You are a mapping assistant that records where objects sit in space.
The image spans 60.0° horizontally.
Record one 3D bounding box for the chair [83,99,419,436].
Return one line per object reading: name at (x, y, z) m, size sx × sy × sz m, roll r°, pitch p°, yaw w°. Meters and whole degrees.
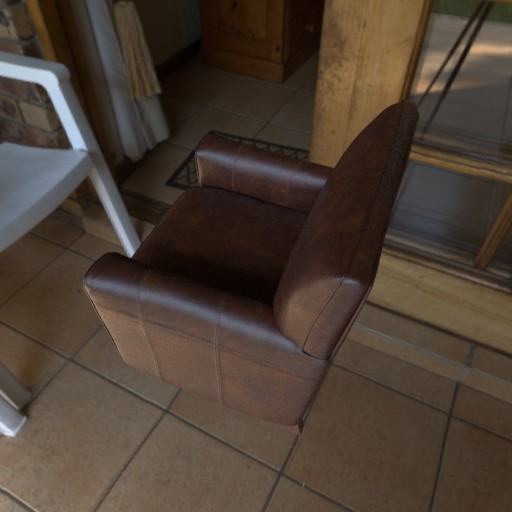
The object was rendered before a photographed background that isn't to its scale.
chair at (0.000, 0.000, 1.584) m, size 0.823 × 0.943 × 0.870 m, roll 16°, pitch 49°, yaw 14°
